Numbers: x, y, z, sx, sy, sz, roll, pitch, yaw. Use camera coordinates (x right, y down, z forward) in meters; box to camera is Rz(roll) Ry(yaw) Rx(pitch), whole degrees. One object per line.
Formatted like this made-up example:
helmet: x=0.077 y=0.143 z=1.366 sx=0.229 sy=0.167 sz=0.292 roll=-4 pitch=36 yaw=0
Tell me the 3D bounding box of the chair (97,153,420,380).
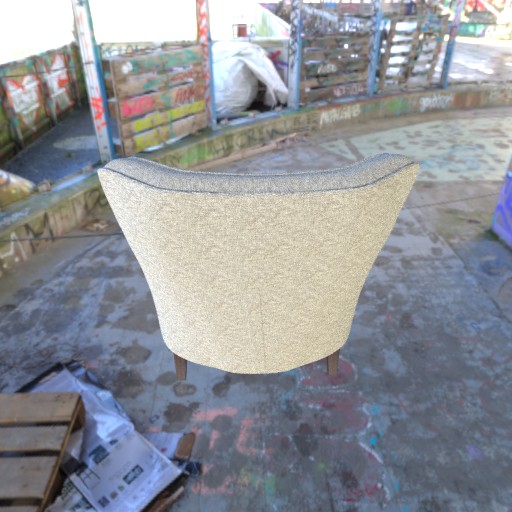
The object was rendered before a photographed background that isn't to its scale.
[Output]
chair: x=0.000 y=0.000 z=1.638 sx=0.820 sy=0.920 sz=0.910 roll=-1 pitch=31 yaw=-2
